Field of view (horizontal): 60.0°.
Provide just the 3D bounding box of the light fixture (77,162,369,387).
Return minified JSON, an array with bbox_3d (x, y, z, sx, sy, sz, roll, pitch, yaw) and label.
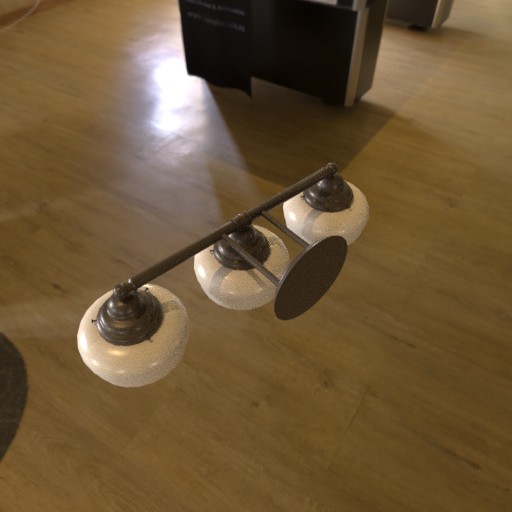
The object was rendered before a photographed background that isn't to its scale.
[{"bbox_3d":[0.000,0.000,0.712,0.587,0.242,0.239,-33,55,-26],"label":"light fixture"}]
